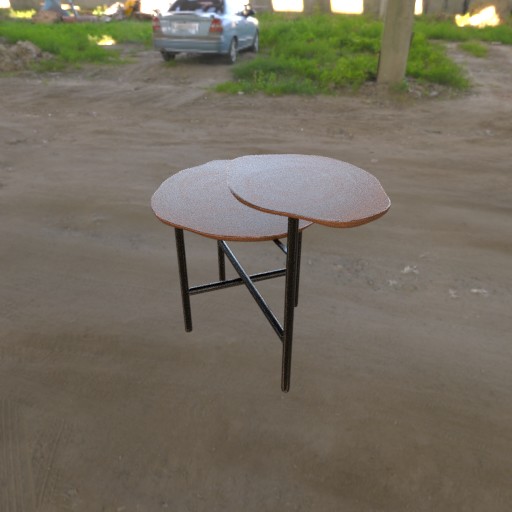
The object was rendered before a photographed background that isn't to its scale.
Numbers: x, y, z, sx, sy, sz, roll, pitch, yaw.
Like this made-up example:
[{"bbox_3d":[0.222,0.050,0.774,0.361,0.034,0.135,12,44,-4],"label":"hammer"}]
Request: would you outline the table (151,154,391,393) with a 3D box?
[{"bbox_3d":[0.000,0.000,1.074,0.442,0.538,0.759,-11,32,-17],"label":"table"}]
